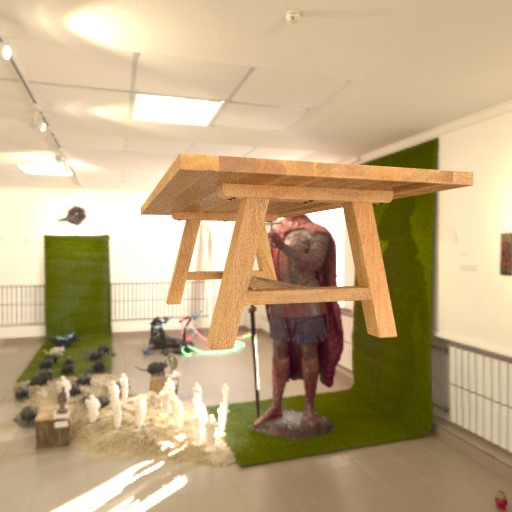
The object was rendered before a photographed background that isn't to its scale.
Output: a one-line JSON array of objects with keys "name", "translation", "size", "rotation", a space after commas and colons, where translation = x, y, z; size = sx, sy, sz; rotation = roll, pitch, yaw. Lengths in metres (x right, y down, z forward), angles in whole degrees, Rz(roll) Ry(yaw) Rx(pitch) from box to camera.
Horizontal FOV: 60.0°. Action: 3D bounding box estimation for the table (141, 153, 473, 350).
[{"name": "table", "translation": [0.000, 0.000, 1.665], "size": [0.760, 0.455, 1.320], "rotation": [0, 1, -18]}]
